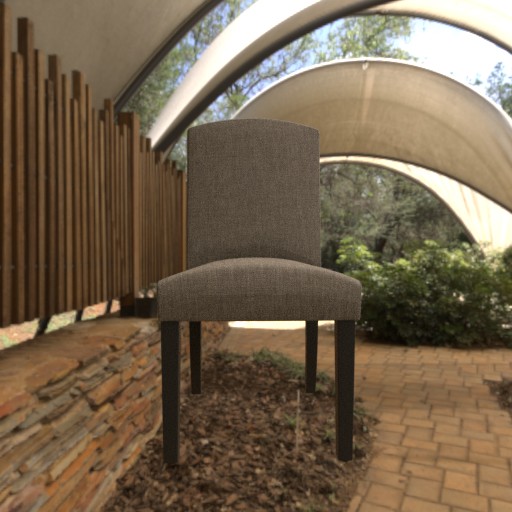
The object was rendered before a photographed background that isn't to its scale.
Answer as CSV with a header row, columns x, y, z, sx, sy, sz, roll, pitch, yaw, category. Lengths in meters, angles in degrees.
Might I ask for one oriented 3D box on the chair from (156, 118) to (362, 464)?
x,y,z,sx,sy,sz,roll,pitch,yaw,category
0.000,0.000,1.233,0.451,0.917,0.580,0,1,-2,chair
